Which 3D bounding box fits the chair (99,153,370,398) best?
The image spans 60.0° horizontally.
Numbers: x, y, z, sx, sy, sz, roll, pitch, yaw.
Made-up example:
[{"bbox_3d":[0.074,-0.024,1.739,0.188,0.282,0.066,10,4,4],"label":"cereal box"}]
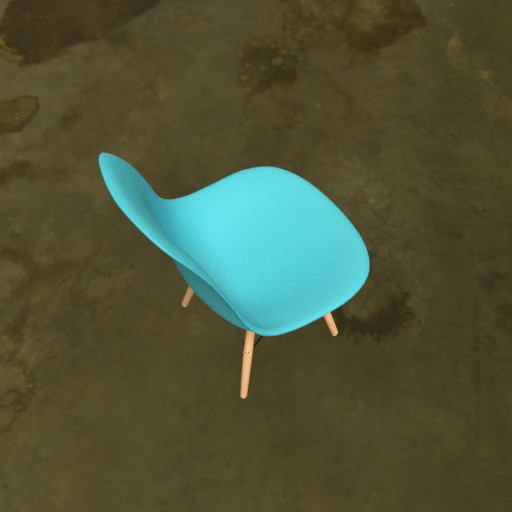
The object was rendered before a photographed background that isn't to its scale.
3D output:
[{"bbox_3d":[0.000,0.000,1.117,0.531,0.826,0.470,-30,63,-17],"label":"chair"}]
